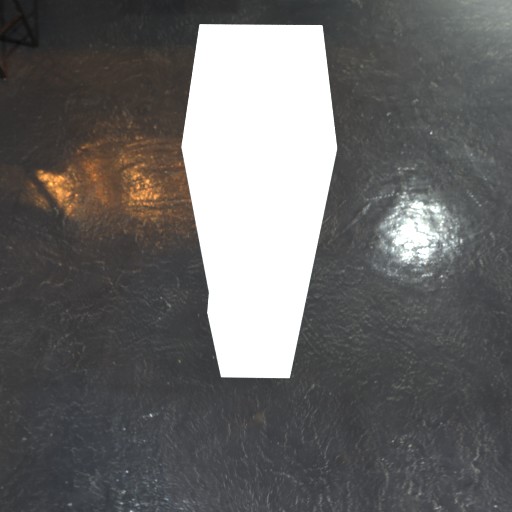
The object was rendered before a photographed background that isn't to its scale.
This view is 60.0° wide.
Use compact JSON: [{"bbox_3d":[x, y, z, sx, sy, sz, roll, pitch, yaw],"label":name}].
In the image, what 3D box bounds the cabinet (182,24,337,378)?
[{"bbox_3d":[0.000,0.000,1.482,0.300,1.350,0.400,1,57,0],"label":"cabinet"}]
